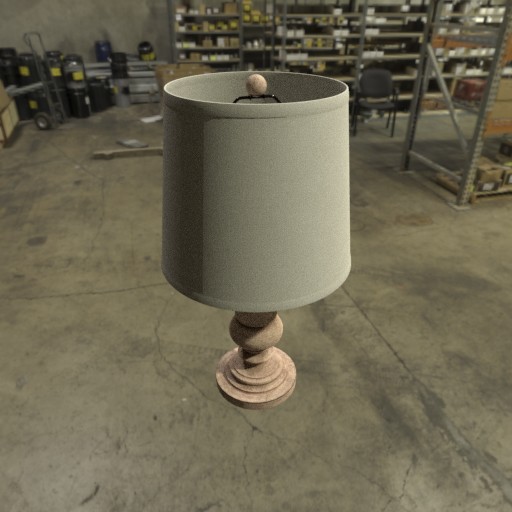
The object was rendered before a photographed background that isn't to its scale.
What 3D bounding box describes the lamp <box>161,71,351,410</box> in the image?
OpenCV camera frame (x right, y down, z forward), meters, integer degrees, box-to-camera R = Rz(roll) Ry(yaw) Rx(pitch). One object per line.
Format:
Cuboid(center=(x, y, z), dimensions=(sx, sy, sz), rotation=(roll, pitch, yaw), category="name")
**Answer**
Cuboid(center=(0.000, 0.000, 0.649), dimensions=(0.273, 0.497, 0.273), rotation=(0, 31, 0), category="lamp")
